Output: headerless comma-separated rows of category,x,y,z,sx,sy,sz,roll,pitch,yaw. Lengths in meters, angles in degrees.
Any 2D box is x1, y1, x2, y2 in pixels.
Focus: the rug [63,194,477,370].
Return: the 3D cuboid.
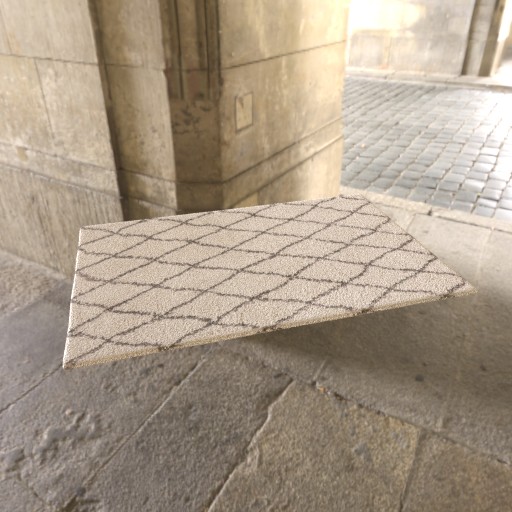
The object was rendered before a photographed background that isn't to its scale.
rug,0.000,0.000,3.523,2.743,0.030,1.778,-8,32,-13
